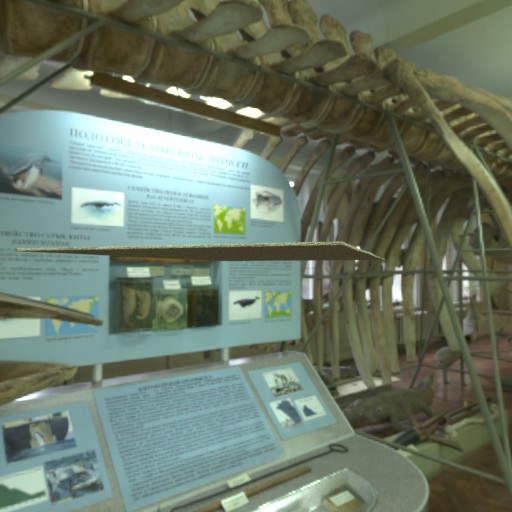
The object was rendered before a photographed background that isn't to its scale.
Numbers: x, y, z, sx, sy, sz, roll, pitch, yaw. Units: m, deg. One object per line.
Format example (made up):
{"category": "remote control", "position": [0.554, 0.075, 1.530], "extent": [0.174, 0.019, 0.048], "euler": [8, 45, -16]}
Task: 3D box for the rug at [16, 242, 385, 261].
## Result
{"category": "rug", "position": [0.000, 0.000, 4.653], "extent": [2.393, 0.019, 3.824], "euler": [-1, -2, 19]}
